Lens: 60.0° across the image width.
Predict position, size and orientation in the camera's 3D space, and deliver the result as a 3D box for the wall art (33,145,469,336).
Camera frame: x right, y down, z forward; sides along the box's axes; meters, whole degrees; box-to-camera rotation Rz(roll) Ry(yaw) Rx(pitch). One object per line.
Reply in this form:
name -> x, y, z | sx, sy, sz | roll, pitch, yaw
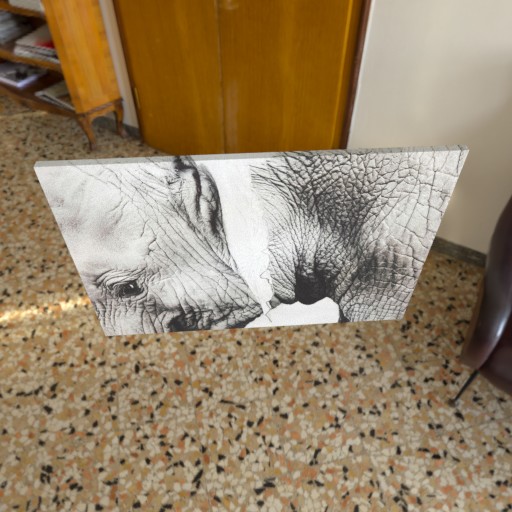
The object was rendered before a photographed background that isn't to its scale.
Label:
wall art -> 0.000, 0.000, 1.152 | 0.914, 0.607, 0.023 | -3, 46, -3
